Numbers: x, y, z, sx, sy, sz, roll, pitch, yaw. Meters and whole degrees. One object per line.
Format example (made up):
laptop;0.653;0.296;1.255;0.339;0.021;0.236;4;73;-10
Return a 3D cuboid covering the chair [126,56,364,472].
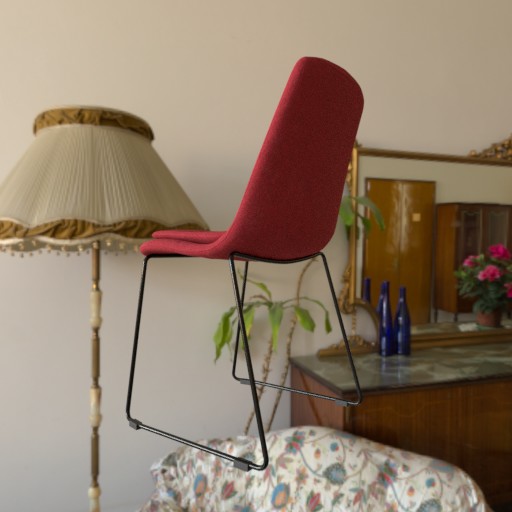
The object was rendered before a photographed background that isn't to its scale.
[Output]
chair;0.000;0.000;1.167;0.518;0.858;0.479;0;1;36
